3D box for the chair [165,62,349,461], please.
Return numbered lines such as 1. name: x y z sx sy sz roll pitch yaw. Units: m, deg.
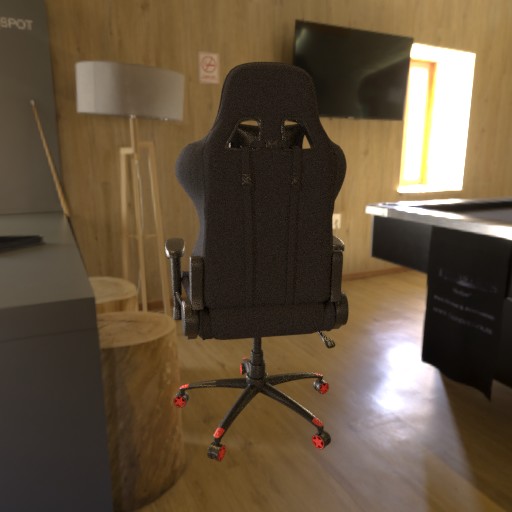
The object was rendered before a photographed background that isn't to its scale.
1. chair: 0.000 0.000 1.739 0.695 1.326 0.658 -2 13 -10
